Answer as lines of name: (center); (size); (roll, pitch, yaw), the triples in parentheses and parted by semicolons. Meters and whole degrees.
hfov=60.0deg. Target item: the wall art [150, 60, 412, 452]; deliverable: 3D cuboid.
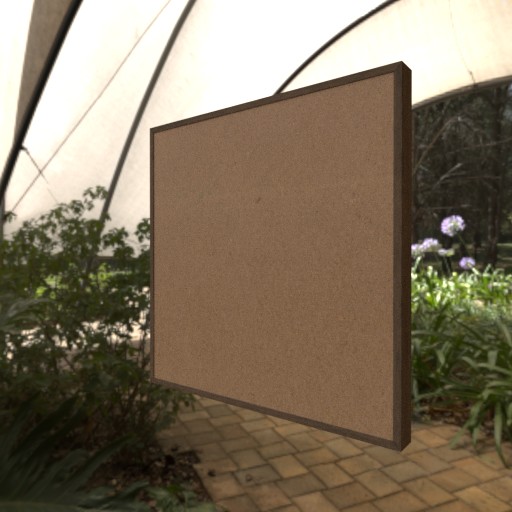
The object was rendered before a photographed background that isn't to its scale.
wall art: (0.000, 0.000, 0.746); (0.508, 0.508, 0.038); (0, 0, 38)
